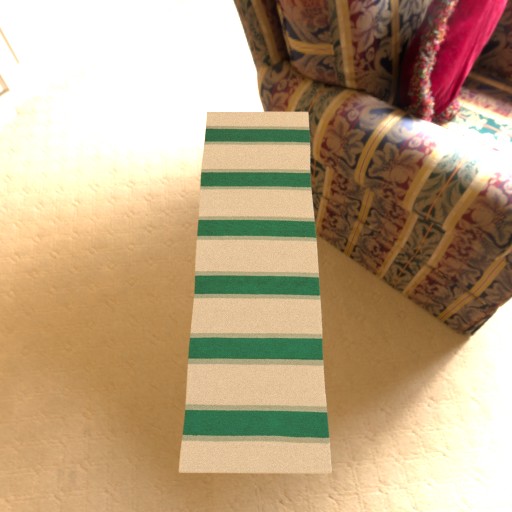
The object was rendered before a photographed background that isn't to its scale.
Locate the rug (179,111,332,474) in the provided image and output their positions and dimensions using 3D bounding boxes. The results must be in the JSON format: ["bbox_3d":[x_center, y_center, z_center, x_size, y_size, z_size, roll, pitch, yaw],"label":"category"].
[{"bbox_3d":[0.000,0.000,2.770,0.768,0.012,2.438,0,63,0],"label":"rug"}]
